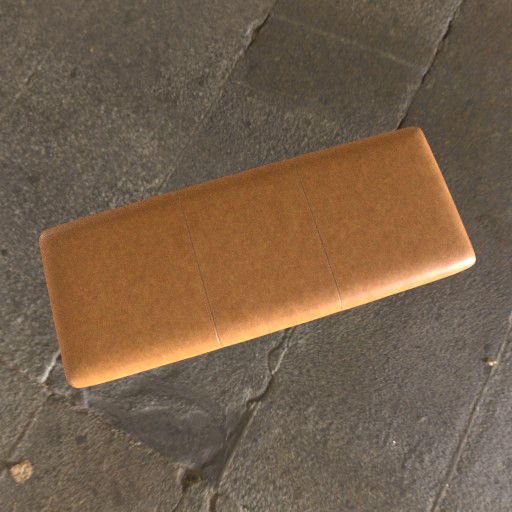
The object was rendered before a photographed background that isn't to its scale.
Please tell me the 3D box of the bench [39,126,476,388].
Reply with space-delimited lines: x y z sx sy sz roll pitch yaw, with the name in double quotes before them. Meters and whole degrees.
"bench" 0.000 0.000 1.868 1.610 0.399 0.653 -16 77 -4
